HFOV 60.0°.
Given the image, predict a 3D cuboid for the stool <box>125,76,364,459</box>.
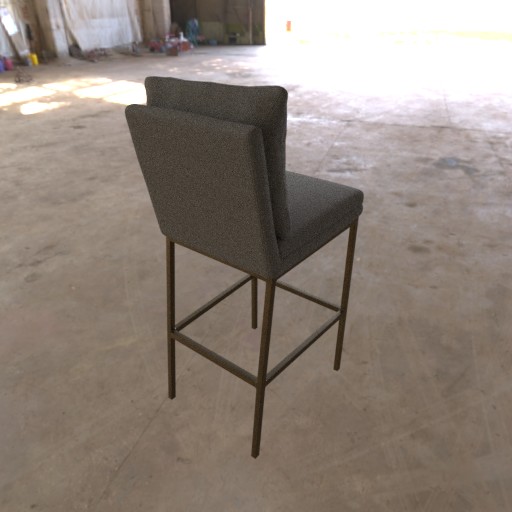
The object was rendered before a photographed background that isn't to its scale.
[{"bbox_3d":[0.000,0.000,1.455,0.463,1.132,0.569,21,36,33],"label":"stool"}]
